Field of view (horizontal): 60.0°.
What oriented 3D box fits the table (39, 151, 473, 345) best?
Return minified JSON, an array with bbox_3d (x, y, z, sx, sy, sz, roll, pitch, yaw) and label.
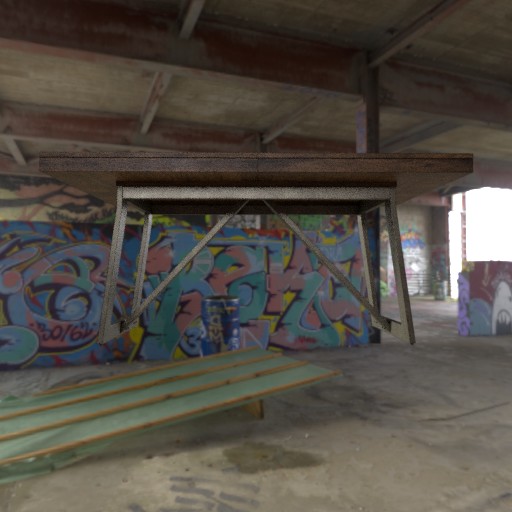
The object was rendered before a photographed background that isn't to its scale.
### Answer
[{"bbox_3d":[0.000,0.000,2.131,1.641,0.757,0.931,0,-2,-1],"label":"table"}]
